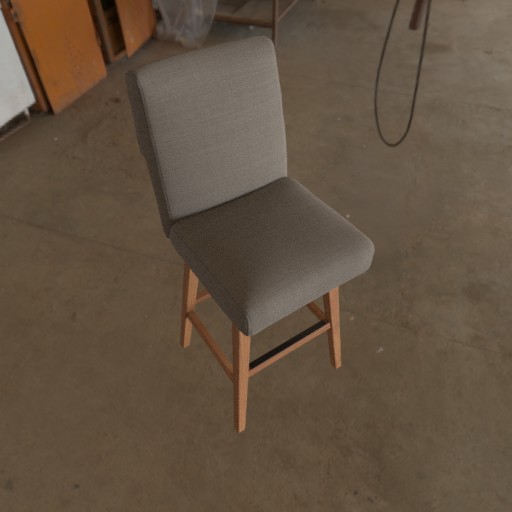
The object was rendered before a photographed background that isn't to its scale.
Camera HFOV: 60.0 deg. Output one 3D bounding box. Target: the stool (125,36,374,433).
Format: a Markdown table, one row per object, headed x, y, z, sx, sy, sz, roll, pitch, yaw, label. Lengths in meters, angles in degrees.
| x | y | z | sx | sy | sz | roll | pitch | yaw | label |
| --- | --- | --- | --- | --- | --- | --- | --- | --- | --- |
| 0.000 | 0.000 | 1.399 | 0.483 | 1.112 | 0.570 | -26 | 52 | -23 | stool |
